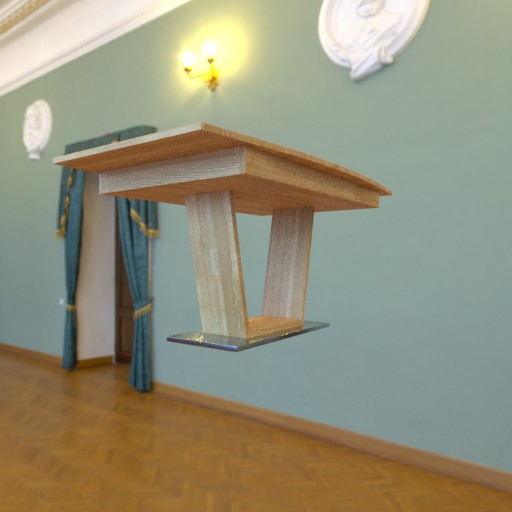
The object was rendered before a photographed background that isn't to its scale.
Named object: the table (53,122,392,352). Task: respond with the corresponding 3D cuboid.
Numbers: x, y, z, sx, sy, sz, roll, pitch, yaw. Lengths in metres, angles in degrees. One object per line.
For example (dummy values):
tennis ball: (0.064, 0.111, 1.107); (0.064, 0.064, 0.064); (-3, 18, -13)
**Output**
table: (0.000, 0.000, 2.122); (0.900, 0.748, 1.598); (0, 0, 36)
